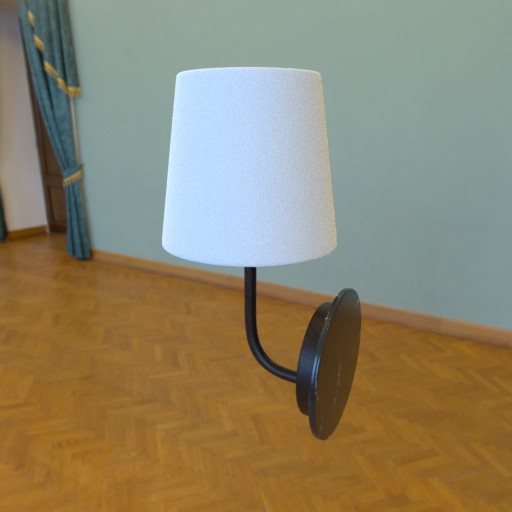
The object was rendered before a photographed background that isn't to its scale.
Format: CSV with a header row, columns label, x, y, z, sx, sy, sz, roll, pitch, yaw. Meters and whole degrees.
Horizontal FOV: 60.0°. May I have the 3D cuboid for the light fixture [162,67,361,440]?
label,x,y,z,sx,sy,sz,roll,pitch,yaw
light fixture,0.000,0.000,0.443,0.188,0.337,0.168,9,19,27
